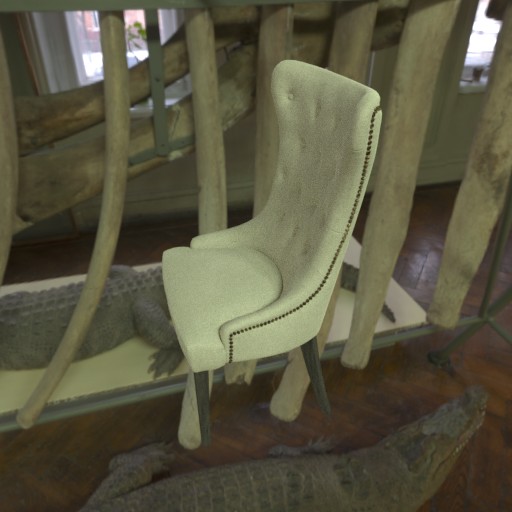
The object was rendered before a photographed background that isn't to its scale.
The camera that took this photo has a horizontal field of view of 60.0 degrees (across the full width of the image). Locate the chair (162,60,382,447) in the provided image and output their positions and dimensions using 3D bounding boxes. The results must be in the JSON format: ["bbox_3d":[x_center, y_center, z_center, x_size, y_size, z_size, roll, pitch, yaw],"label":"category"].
[{"bbox_3d":[0.000,0.000,1.411,0.590,1.065,0.584,-9,34,-14],"label":"chair"}]
